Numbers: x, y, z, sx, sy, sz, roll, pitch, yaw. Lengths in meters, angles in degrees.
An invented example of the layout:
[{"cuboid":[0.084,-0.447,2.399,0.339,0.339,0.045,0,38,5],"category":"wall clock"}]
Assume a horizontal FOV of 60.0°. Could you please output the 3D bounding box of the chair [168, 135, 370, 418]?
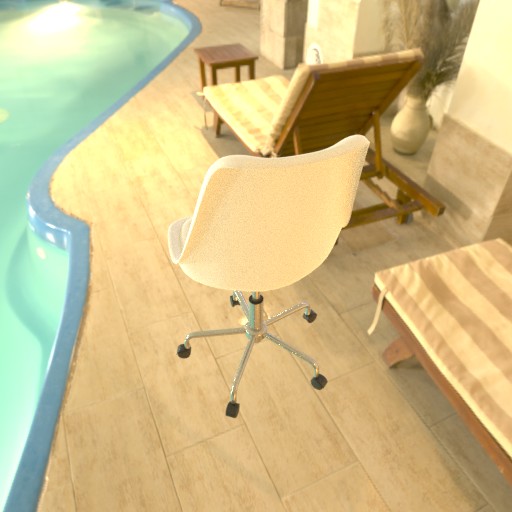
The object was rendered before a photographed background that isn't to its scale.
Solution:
[{"cuboid":[0.000,0.000,1.304,0.550,0.930,0.550,-13,43,-14],"category":"chair"}]
